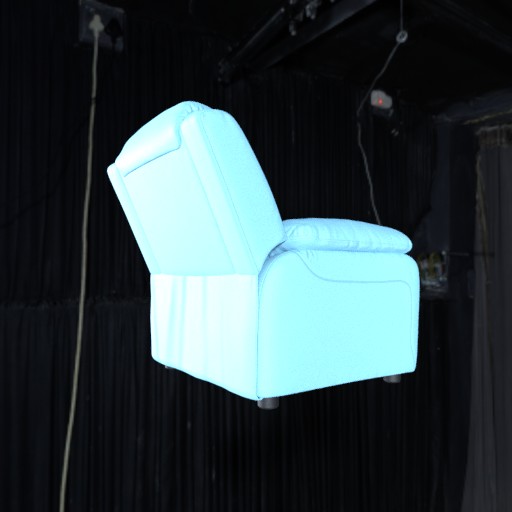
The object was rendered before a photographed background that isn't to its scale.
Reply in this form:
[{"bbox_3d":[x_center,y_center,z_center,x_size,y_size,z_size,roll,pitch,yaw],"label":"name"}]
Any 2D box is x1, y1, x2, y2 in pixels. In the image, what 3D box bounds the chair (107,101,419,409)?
[{"bbox_3d":[0.000,0.000,1.297,0.709,0.702,0.680,2,-3,-35],"label":"chair"}]
